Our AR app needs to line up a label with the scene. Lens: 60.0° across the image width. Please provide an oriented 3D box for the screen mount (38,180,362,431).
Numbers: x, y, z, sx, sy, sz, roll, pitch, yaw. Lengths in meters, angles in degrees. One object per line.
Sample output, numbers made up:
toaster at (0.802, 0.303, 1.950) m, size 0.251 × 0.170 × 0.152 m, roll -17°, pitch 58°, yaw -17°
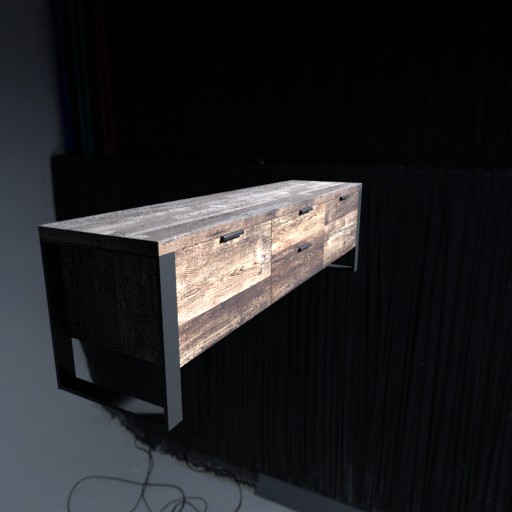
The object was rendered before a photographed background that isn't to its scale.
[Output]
screen mount at (0.000, 0.000, 1.705) m, size 0.395 × 0.450 × 1.524 m, roll 8°, pitch 16°, yaw 28°
